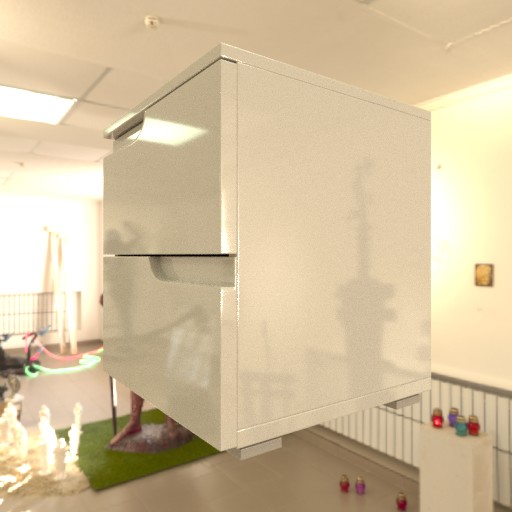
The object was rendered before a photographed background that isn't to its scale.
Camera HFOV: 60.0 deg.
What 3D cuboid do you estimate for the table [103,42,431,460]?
[{"bbox_3d":[0.000,0.000,0.774,0.400,0.470,0.420,0,0,-36],"label":"table"}]
